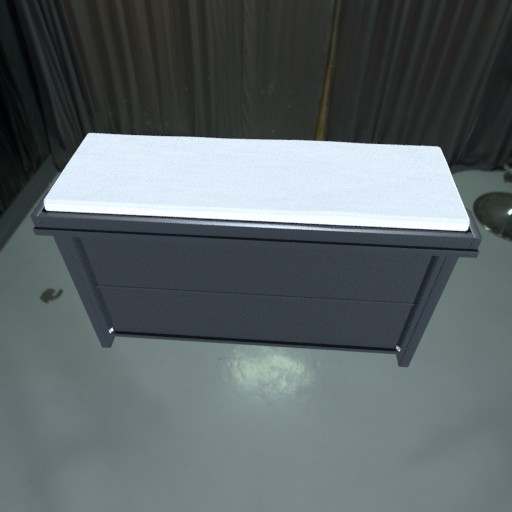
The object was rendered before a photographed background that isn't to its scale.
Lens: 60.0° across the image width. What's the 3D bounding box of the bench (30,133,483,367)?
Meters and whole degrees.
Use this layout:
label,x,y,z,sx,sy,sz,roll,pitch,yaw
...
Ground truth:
label,x,y,z,sx,sy,sz,roll,pitch,yaw
bench,0.000,0.000,1.238,0.973,0.561,0.345,3,45,3
